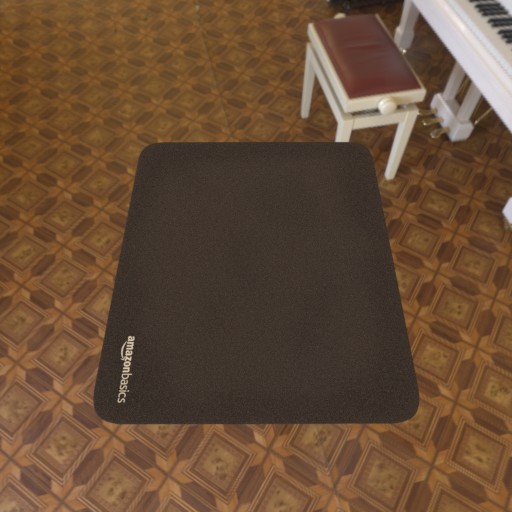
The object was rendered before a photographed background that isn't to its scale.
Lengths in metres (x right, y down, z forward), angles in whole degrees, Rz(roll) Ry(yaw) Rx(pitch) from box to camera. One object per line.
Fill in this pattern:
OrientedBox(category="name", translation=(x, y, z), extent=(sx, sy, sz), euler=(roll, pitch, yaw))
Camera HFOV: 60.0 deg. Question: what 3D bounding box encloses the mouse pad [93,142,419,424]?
OrientedBox(category="mouse pad", translation=(0.000, 0.000, 0.344), extent=(0.211, 0.002, 0.249), euler=(0, 58, 0))
